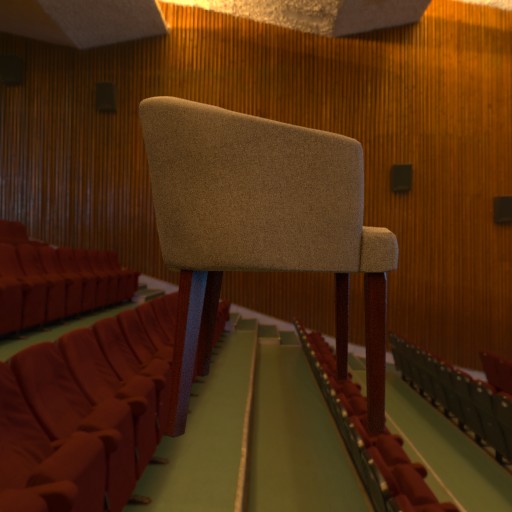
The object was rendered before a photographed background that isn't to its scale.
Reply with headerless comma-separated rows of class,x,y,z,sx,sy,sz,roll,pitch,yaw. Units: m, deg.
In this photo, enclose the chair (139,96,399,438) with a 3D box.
chair,0.000,0.000,1.257,0.655,0.811,0.583,0,-1,0
